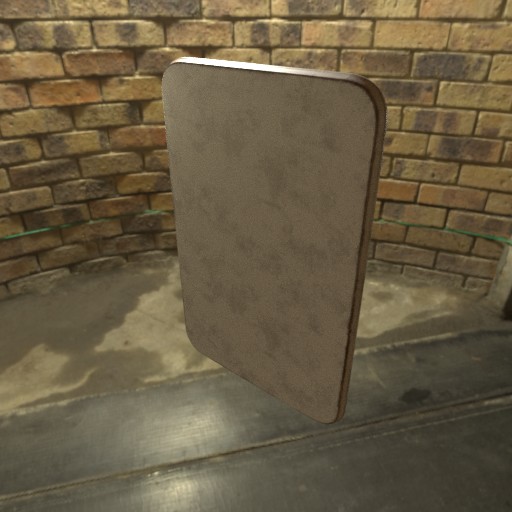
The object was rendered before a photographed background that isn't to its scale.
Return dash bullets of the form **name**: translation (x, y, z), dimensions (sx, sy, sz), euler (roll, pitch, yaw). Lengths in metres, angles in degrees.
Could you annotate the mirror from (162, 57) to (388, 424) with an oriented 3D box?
- **mirror**: translation (0.000, 0.000, 0.892), dimensions (0.461, 0.713, 0.024), euler (21, 36, 32)
